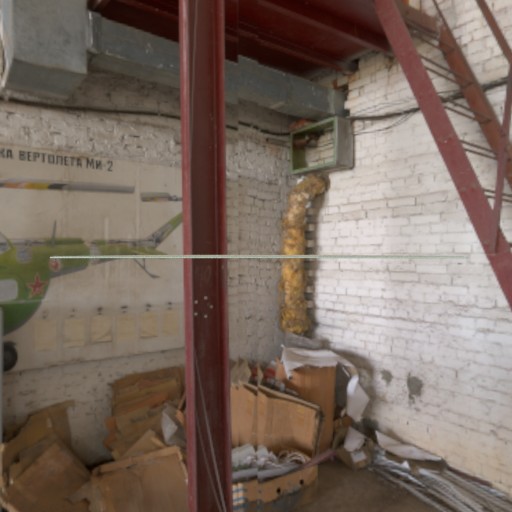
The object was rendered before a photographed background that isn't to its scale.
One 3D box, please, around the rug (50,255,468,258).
[{"bbox_3d":[0.000,0.000,3.990,2.363,0.012,2.980,0,0,-1],"label":"rug"}]
